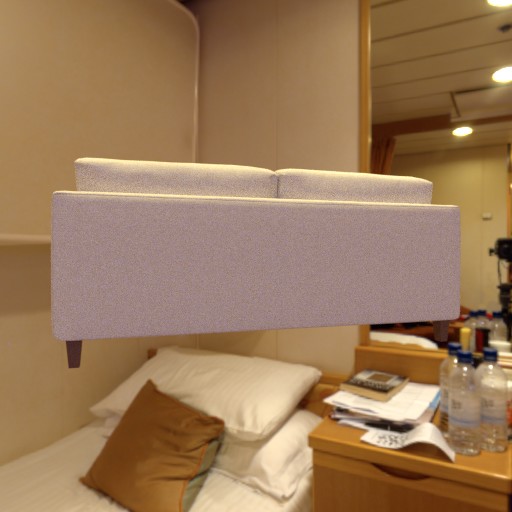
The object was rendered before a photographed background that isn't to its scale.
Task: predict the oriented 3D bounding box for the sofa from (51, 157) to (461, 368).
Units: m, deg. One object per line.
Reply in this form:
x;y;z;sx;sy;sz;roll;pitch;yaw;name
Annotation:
0.000;0.000;2.467;1.981;0.889;0.965;0;1;-17;sofa
